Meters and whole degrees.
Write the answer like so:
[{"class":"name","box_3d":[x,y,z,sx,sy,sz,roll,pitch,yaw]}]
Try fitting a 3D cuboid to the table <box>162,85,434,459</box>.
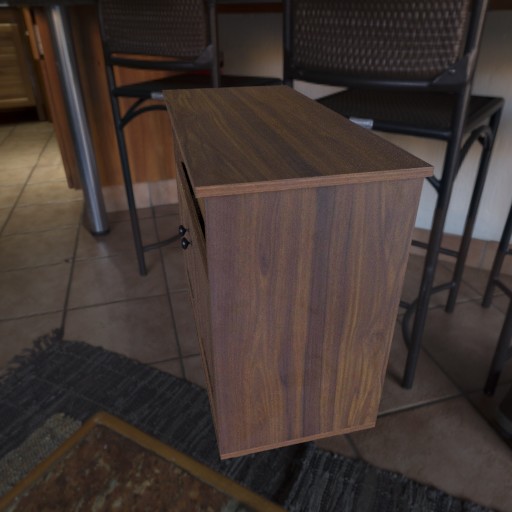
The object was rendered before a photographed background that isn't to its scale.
[{"class":"table","box_3d":[0.000,0.000,1.183,0.390,0.725,0.802,-7,31,-12]}]
